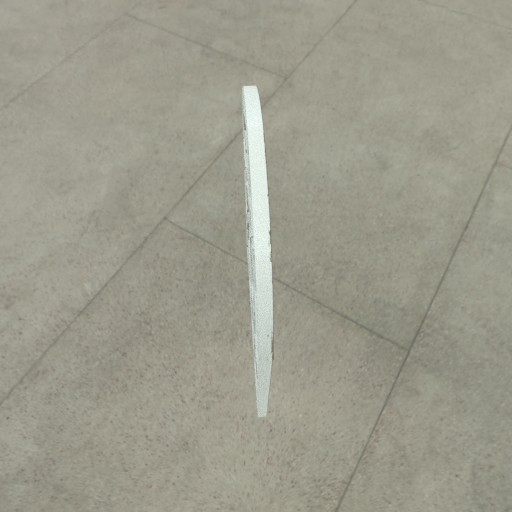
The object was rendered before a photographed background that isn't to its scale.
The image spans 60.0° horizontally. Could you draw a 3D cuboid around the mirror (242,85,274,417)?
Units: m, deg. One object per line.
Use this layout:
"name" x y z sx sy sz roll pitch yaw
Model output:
"mirror" 0.000 0.000 1.194 0.032 0.920 0.660 -3 60 -2
